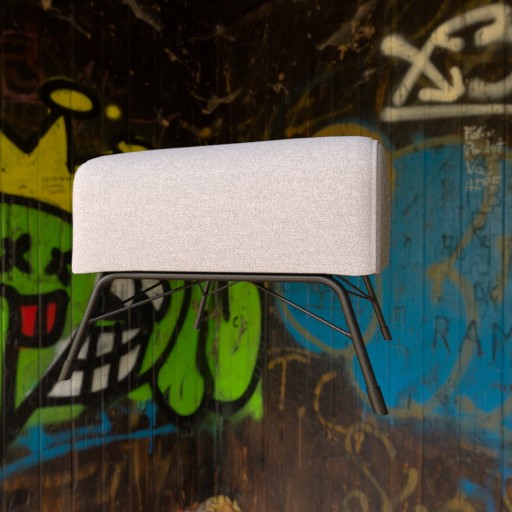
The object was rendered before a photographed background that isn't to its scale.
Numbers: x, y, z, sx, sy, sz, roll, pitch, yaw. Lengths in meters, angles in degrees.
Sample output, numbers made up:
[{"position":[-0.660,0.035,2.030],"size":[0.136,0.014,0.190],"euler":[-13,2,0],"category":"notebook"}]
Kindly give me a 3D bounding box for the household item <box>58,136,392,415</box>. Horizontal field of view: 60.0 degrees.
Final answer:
[{"position":[0.000,0.000,0.907],"size":[0.530,0.410,0.530],"euler":[0,1,18],"category":"household item"}]
